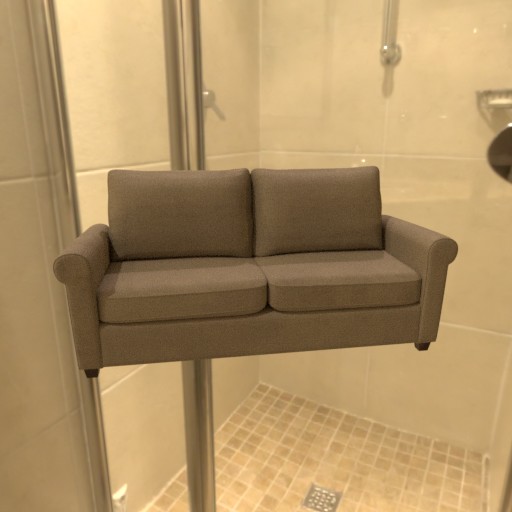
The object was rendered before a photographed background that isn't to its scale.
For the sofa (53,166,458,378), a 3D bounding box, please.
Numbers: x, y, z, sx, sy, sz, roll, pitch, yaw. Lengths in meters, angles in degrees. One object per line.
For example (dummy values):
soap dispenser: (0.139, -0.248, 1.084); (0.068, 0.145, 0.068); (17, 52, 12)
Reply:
sofa: (0.000, 0.000, 2.508); (1.935, 0.942, 0.842); (-3, 17, -9)
